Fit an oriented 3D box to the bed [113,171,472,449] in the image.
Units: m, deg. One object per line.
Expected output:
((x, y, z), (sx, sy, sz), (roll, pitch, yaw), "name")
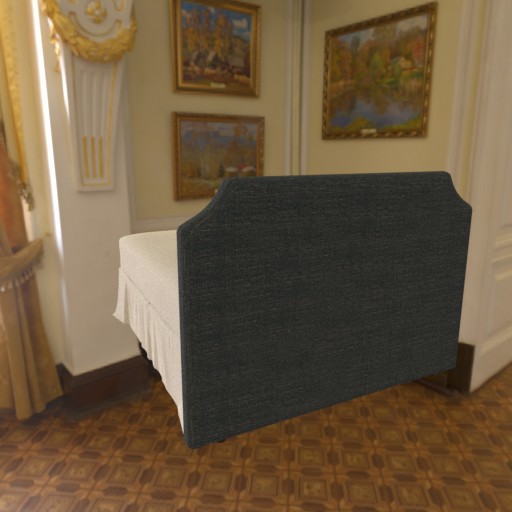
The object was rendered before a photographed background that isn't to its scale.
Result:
((0.000, 0.000, 3.290), (1.828, 1.297, 2.208), (-7, 15, -26), "bed")
